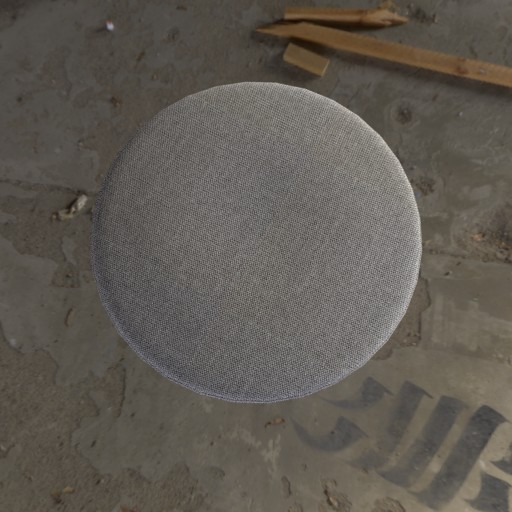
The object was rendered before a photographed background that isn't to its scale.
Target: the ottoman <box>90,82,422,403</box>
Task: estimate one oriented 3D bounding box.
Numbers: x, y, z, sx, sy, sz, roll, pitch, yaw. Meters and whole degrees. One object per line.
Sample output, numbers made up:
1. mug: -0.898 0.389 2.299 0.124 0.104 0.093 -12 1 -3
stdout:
1. ottoman: 0.000 0.000 0.844 0.500 0.419 0.500 0 78 0
